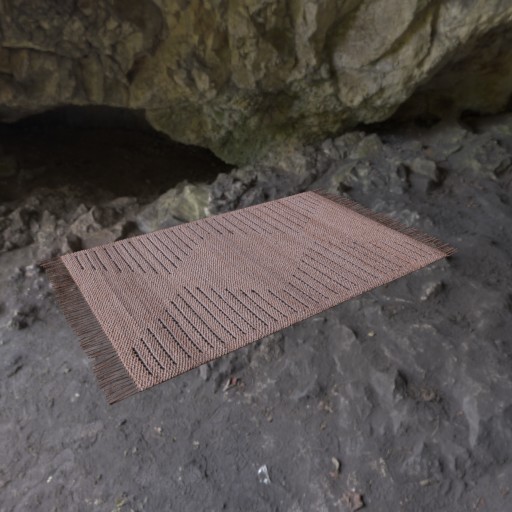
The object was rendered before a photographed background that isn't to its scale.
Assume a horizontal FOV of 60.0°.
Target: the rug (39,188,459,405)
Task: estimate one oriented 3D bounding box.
[{"bbox_3d":[0.000,0.000,2.508,2.085,0.027,1.224,-18,34,-29],"label":"rug"}]
